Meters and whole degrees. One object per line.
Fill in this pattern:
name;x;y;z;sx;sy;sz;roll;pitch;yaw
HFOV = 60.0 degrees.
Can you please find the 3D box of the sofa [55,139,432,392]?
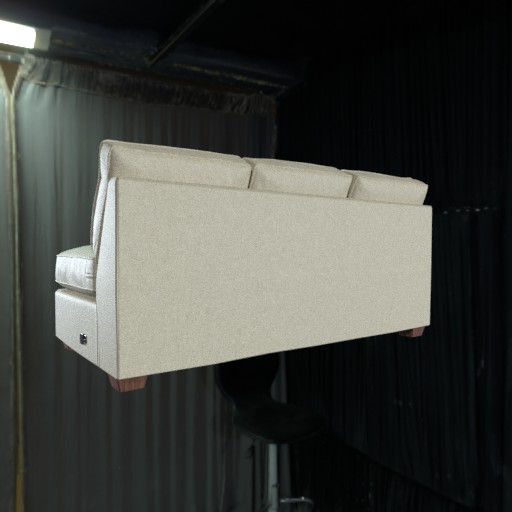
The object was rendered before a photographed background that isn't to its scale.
sofa;0.000;0.000;2.527;1.962;0.973;1.027;-1;1;-36
